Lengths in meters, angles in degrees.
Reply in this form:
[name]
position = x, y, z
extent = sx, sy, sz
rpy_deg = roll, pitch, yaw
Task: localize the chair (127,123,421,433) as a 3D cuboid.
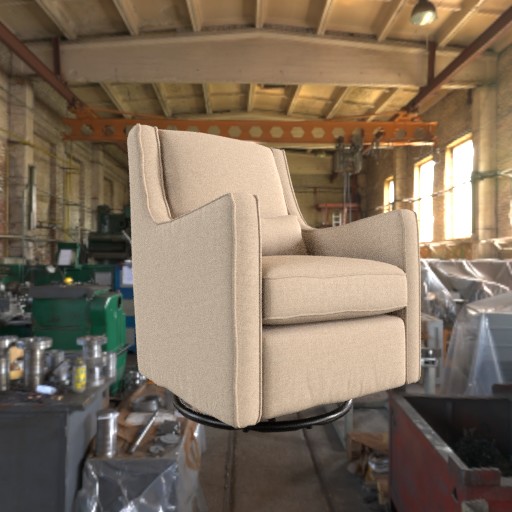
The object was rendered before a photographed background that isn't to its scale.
[chair]
position = 0.000, 0.000, 1.569
extent = 0.732, 0.993, 0.879
rpy_deg = 0, 0, -35
